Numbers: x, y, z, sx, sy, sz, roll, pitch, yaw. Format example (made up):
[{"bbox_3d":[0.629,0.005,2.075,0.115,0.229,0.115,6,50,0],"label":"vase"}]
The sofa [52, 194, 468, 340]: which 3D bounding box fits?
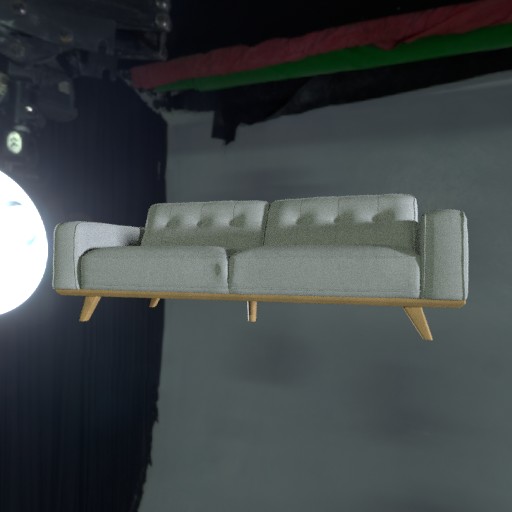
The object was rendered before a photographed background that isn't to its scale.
[{"bbox_3d":[0.000,0.000,2.723,2.270,0.781,0.956,0,0,18],"label":"sofa"}]
